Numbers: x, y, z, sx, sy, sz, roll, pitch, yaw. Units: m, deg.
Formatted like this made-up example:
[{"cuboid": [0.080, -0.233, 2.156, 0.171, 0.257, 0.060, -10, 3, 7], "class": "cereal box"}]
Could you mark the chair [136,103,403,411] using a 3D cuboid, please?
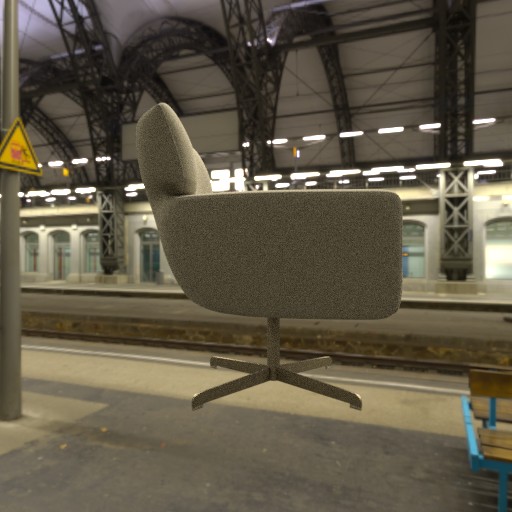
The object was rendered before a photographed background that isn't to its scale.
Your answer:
[{"cuboid": [0.000, 0.000, 1.391, 0.730, 0.810, 0.760, 0, 0, 0], "class": "chair"}]
